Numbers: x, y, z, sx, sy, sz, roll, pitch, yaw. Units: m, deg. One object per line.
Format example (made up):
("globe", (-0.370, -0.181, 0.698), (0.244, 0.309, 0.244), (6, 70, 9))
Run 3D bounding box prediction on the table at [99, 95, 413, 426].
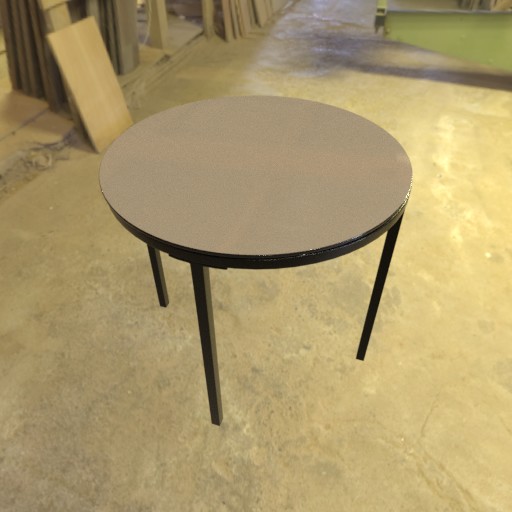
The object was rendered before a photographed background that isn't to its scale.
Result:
("table", (0.000, 0.000, 0.874), (0.499, 0.443, 0.499), (0, 42, 0))
